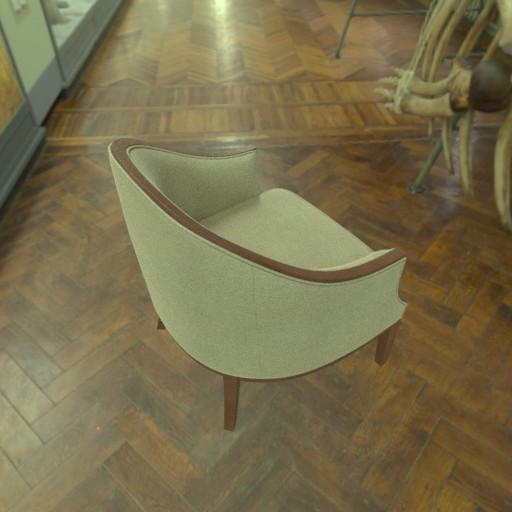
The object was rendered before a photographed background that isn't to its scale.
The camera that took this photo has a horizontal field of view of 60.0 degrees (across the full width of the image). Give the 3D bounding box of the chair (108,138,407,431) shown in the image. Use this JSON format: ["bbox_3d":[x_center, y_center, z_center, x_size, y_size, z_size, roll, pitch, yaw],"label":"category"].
[{"bbox_3d":[0.000,0.000,1.482,0.735,0.876,0.803,-25,48,-25],"label":"chair"}]
